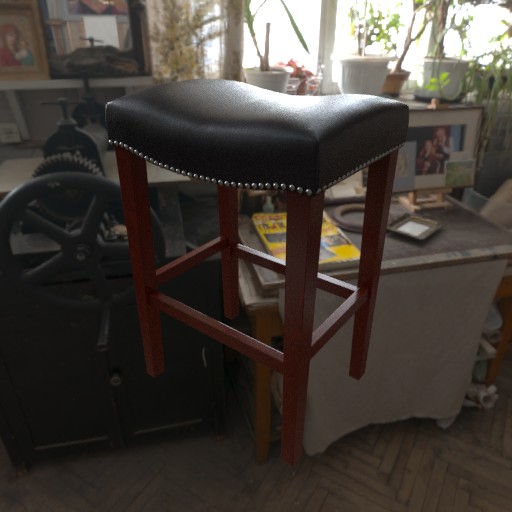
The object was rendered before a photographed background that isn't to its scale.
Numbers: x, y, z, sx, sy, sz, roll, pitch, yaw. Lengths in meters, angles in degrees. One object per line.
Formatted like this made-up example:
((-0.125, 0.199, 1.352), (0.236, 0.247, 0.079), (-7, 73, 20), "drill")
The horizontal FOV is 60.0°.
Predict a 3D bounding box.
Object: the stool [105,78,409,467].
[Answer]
((0.000, 0.000, 1.045), (0.504, 0.742, 0.372), (20, 35, 32), "stool")
